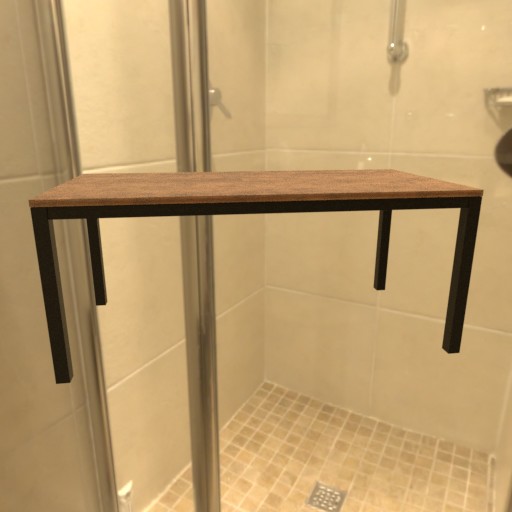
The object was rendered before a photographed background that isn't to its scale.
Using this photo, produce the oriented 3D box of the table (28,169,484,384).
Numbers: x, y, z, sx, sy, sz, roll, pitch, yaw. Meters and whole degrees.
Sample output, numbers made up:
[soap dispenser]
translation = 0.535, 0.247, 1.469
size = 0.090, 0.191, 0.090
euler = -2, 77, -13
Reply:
[table]
translation = 0.000, 0.000, 2.271
size = 1.805, 0.767, 0.893
euler = -2, 17, -8
